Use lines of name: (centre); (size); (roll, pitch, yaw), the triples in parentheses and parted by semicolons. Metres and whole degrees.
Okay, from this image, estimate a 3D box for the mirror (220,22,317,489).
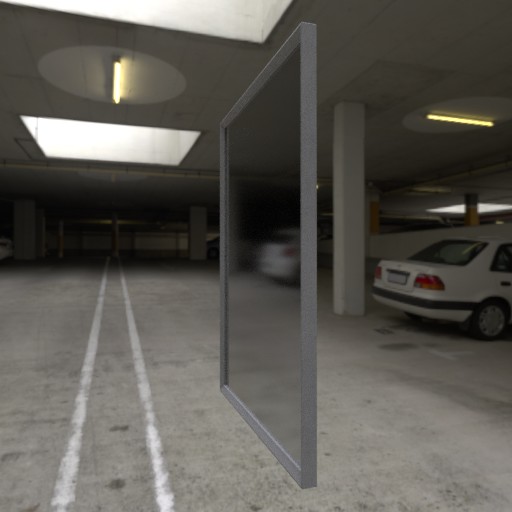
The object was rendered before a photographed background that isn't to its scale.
mirror: (0.000, 0.000, 1.331); (0.041, 1.016, 0.762); (0, 0, -18)
